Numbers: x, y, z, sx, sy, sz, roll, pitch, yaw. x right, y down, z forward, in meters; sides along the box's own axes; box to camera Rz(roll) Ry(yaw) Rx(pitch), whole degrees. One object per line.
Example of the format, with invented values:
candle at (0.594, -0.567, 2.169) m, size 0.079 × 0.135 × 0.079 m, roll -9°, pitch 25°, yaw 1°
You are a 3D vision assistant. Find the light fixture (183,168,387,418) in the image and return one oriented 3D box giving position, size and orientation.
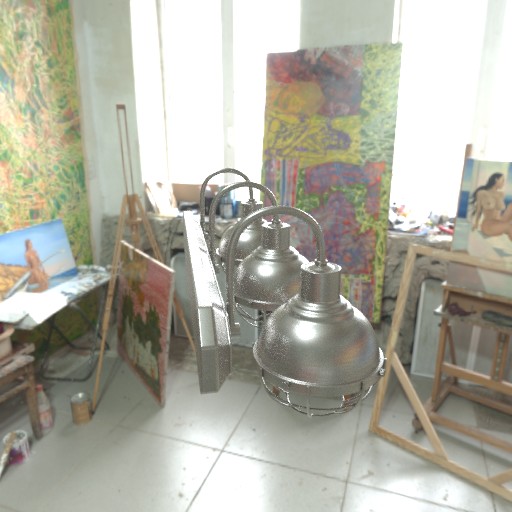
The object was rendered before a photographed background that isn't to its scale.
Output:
light fixture at (0.000, 0.000, 0.753) m, size 0.229 × 0.254 × 0.634 m, roll -3°, pitch 17°, yaw -10°
